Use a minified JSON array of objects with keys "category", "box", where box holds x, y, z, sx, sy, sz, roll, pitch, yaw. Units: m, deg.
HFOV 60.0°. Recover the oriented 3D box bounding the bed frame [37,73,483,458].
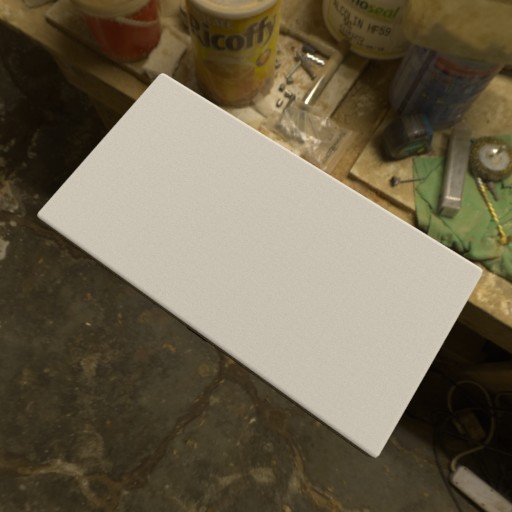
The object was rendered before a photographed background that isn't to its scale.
[{"category":"bed frame","box":[0.000,0.000,3.183,2.635,0.680,1.393,34,77,9]}]
